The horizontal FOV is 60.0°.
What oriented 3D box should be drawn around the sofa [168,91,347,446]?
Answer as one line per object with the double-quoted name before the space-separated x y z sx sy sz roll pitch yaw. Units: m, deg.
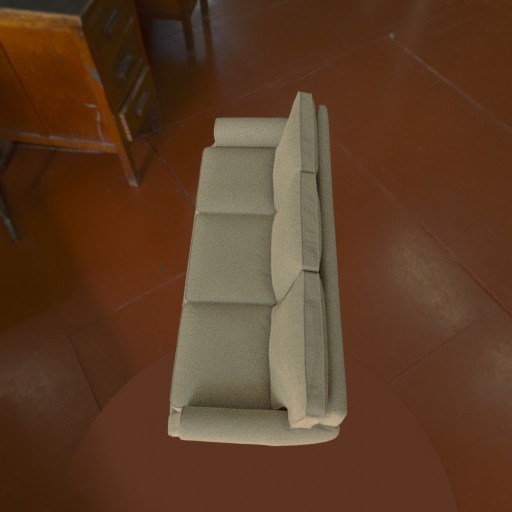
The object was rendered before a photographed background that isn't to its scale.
"sofa" 0.000 0.000 2.940 0.966 0.948 2.354 2 59 1
